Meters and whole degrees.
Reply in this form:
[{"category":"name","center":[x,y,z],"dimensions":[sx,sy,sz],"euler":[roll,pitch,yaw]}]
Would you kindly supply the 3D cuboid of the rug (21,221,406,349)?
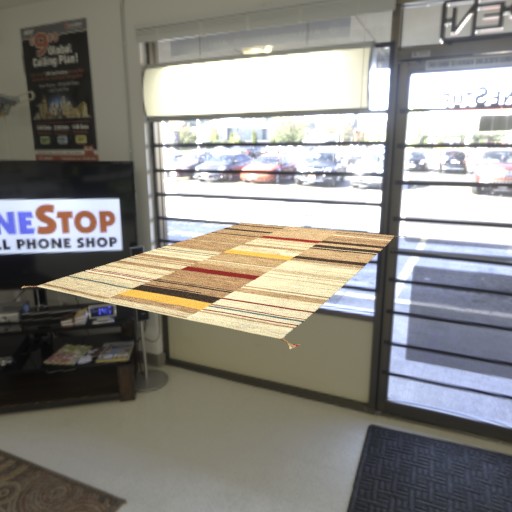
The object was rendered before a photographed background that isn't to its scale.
[{"category":"rug","center":[0.000,0.000,2.392],"dimensions":[1.268,0.007,1.918],"euler":[7,16,27]}]
